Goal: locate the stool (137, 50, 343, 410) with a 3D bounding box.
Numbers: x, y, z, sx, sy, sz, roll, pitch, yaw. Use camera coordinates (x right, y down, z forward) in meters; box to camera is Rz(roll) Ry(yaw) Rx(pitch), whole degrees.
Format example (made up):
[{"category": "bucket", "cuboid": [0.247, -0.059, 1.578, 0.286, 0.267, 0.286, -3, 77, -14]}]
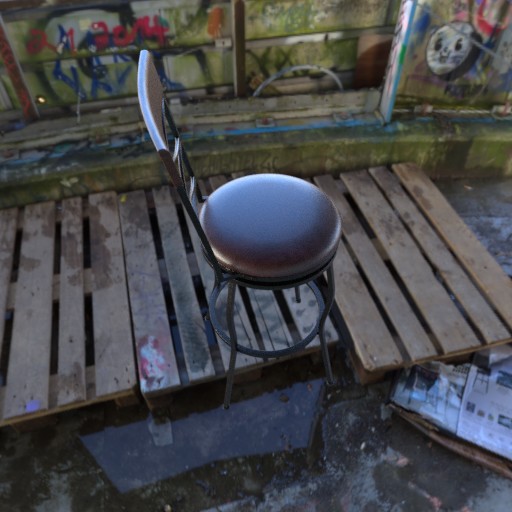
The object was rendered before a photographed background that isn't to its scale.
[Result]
[{"category": "stool", "cuboid": [0.000, 0.000, 1.386, 0.513, 1.130, 0.448, -10, 48, -9]}]
